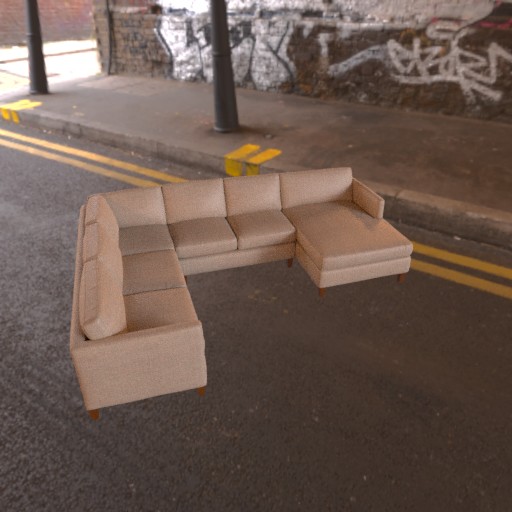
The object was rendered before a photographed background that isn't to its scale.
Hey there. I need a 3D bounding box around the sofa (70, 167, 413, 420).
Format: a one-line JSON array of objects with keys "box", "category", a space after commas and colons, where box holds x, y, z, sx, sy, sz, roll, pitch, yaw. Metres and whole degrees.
[{"box": [0.000, 0.000, 4.612, 3.460, 0.961, 2.594, -9, 32, -15], "category": "sofa"}]
